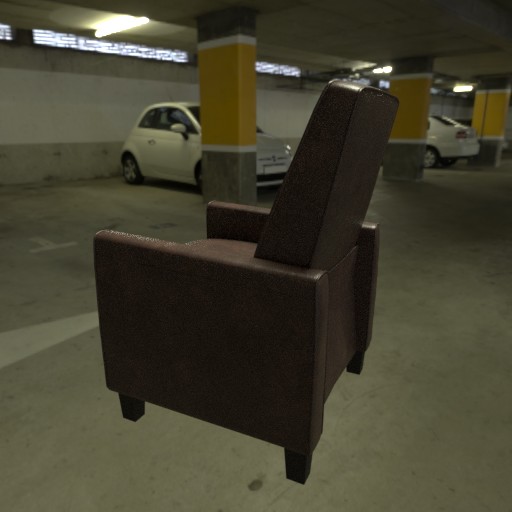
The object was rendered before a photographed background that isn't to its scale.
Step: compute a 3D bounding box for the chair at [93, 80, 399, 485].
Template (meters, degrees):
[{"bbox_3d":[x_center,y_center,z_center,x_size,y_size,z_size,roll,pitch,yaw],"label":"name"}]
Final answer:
[{"bbox_3d":[0.000,0.000,1.438,0.746,1.013,0.705,8,18,25],"label":"chair"}]
